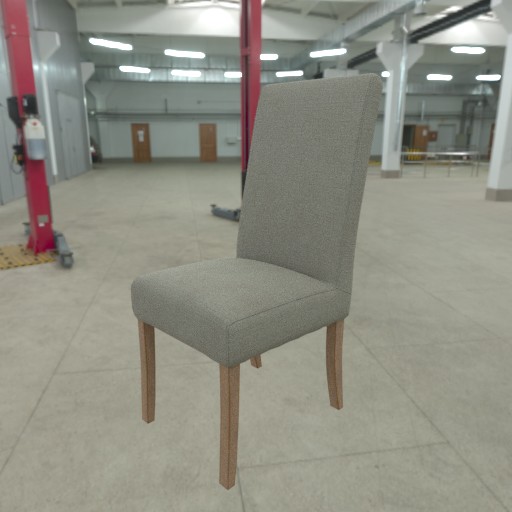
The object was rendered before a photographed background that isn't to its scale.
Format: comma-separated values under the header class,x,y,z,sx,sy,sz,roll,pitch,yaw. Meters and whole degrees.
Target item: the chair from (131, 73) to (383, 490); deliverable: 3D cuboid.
class,x,y,z,sx,sy,sz,roll,pitch,yaw
chair,0.000,0.000,1.328,0.611,1.033,0.450,-15,21,-43
